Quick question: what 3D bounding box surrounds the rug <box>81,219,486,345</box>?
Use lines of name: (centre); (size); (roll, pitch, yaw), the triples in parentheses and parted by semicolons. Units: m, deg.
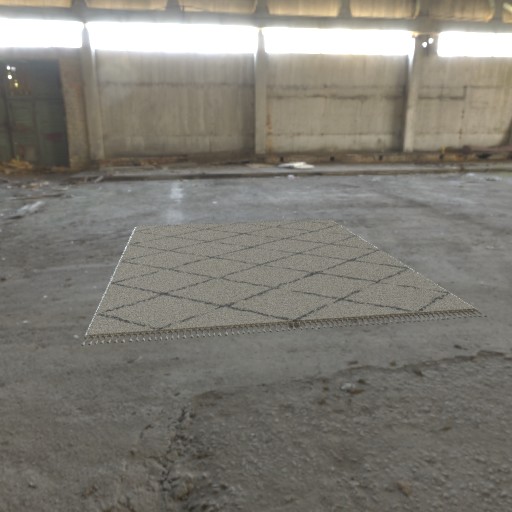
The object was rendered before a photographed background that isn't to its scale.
rug: (0.000, 0.000, 3.977); (2.380, 0.013, 3.051); (-3, 16, -9)
